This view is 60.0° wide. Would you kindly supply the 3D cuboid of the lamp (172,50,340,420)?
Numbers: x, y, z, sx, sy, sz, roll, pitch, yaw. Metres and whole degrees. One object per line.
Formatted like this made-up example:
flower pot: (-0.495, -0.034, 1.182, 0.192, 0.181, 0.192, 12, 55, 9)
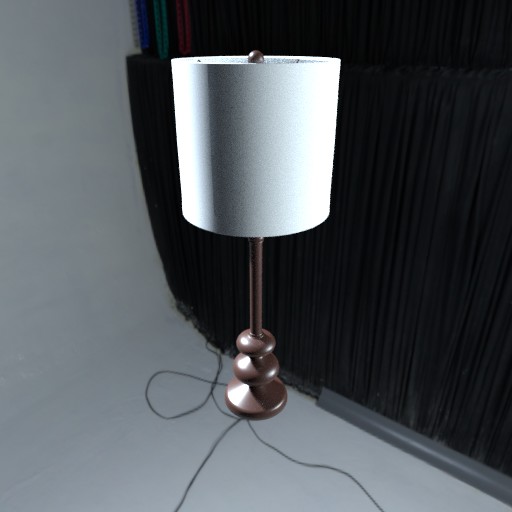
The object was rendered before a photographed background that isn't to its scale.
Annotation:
lamp: (0.000, 0.000, 0.820, 0.254, 0.690, 0.254, 19, 32, 33)
